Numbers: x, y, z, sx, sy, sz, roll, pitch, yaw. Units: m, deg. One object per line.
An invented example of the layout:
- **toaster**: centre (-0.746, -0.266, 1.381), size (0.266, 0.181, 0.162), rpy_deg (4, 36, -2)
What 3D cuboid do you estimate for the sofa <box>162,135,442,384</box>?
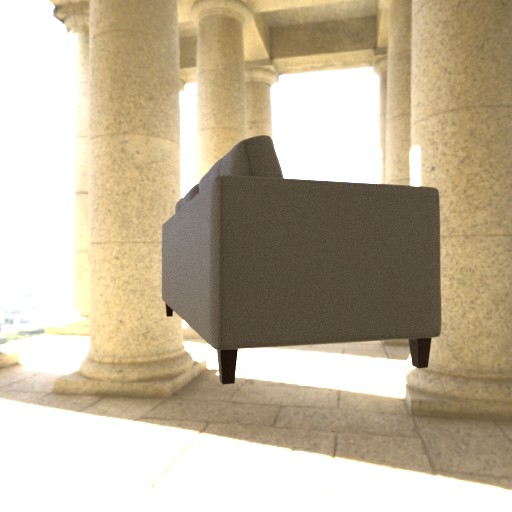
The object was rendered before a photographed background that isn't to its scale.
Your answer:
- **sofa**: centre (0.000, 0.000, 2.663), size (0.948, 0.932, 2.181), rpy_deg (0, -1, -17)
